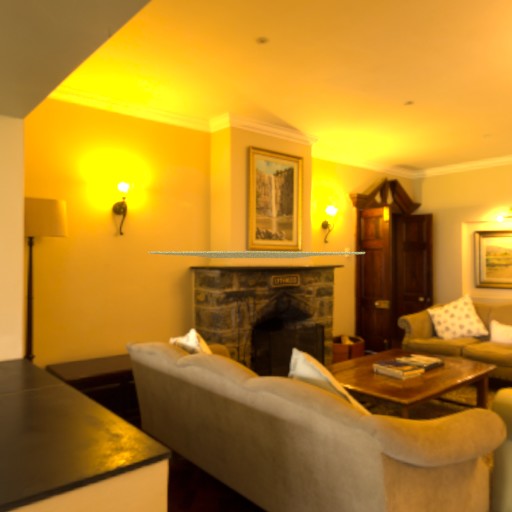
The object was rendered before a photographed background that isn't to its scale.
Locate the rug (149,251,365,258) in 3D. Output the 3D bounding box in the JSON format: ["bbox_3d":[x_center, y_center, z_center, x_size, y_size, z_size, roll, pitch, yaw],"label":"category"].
[{"bbox_3d":[0.000,0.000,2.558,0.686,0.013,2.340,0,-1,0],"label":"rug"}]
